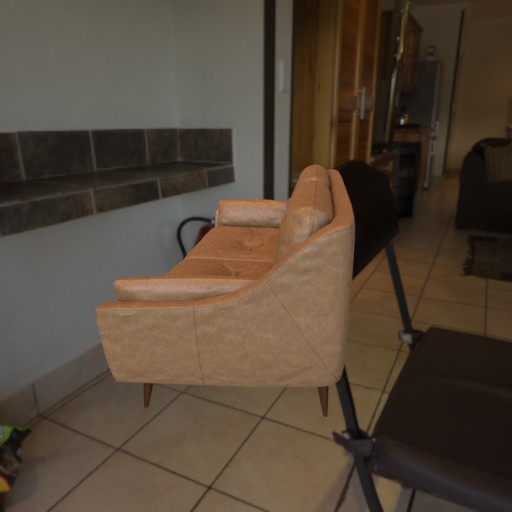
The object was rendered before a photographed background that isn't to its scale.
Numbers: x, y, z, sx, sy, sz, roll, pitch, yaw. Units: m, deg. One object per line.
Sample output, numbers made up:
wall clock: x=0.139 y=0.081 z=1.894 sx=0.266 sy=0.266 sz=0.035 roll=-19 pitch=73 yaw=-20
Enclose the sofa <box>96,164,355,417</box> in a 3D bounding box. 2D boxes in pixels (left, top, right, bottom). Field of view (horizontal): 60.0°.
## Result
sofa: x=0.000 y=0.000 z=2.376 sx=0.904 sy=0.839 sz=1.902 roll=2 pitch=17 yaw=8
